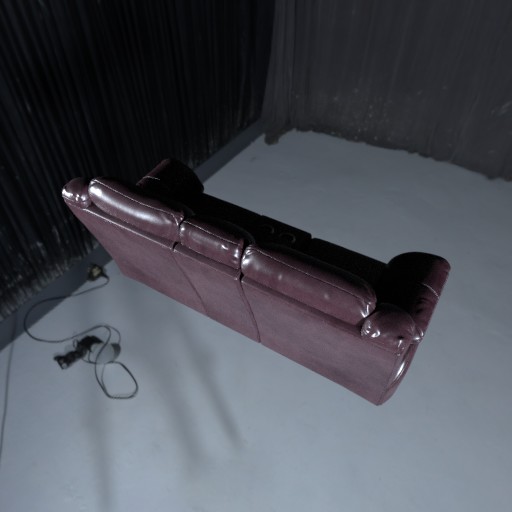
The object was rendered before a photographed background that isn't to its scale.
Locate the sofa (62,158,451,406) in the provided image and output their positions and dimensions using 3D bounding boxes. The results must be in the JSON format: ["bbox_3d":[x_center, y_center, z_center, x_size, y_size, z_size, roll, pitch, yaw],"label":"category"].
[{"bbox_3d":[0.000,0.000,2.661,2.058,1.043,0.991,23,50,21],"label":"sofa"}]
